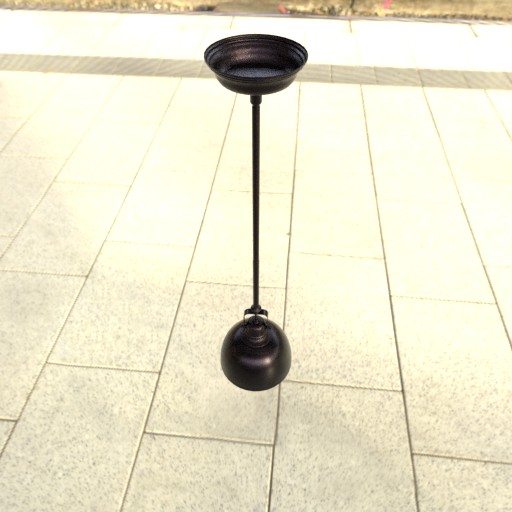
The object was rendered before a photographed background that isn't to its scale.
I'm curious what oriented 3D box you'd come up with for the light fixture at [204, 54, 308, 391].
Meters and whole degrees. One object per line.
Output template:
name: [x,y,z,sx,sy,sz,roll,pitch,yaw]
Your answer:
light fixture: [0.000,0.000,0.857,0.182,0.768,0.182,3,47,2]
